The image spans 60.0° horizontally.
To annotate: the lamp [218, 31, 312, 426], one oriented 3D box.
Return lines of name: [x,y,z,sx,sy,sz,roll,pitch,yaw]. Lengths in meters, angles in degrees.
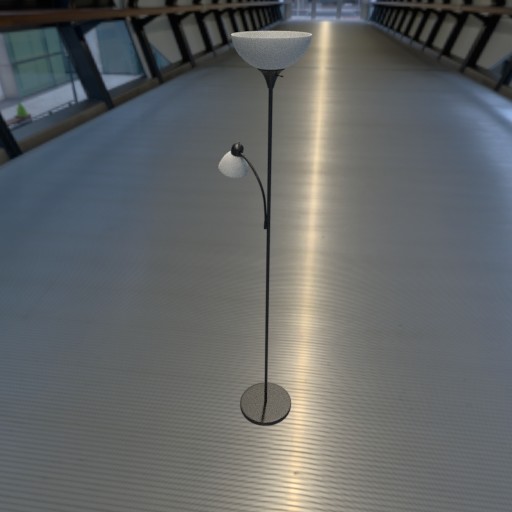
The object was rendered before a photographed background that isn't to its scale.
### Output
lamp: [0.000,0.000,1.999,0.279,1.804,0.442,-22,37,-32]
